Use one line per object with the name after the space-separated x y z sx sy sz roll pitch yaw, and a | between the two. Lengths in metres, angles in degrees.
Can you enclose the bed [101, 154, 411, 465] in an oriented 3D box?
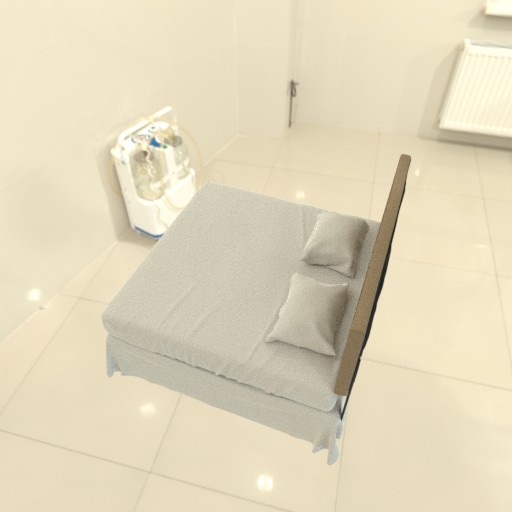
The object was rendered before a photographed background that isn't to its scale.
0.000 0.000 3.834 2.222 1.651 2.311 15 47 15 | bed
